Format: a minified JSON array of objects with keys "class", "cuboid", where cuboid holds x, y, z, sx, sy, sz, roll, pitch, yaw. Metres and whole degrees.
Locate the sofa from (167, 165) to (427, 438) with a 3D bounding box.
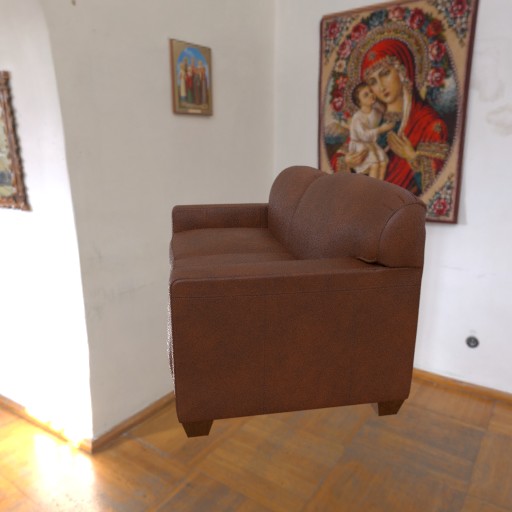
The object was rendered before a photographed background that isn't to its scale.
[{"class":"sofa","cuboid":[0.000,0.000,2.501,1.000,0.966,1.856,-3,15,-10]}]
